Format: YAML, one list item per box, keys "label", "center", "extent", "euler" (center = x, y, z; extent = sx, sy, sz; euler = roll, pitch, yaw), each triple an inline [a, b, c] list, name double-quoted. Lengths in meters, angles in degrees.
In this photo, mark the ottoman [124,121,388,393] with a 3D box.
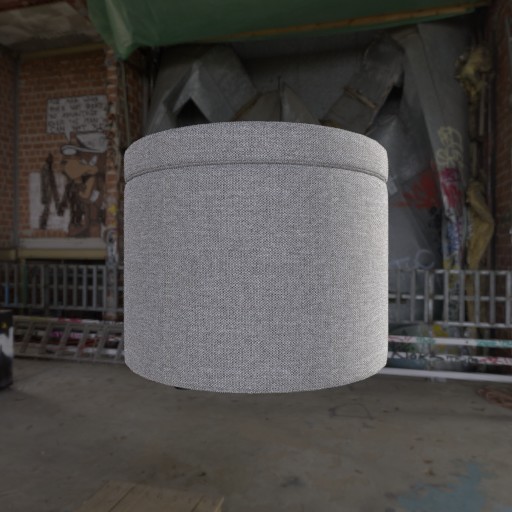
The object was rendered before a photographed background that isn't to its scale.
- label: "ottoman"
  center: [0.000, 0.000, 0.874]
  extent: [0.500, 0.419, 0.500]
  euler: [0, 0, 0]
